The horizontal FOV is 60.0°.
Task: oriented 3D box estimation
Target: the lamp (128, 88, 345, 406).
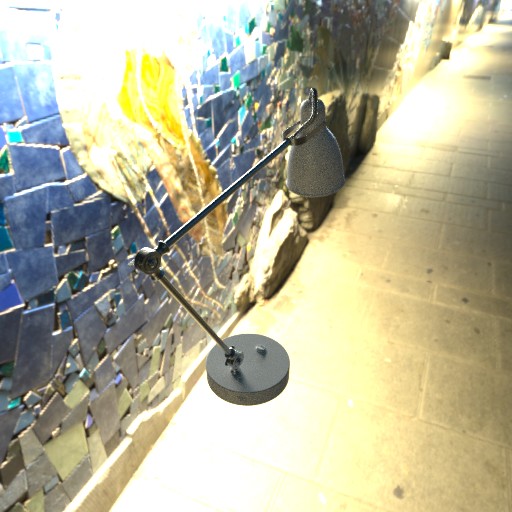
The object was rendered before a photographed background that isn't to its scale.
[{"bbox_3d":[0.000,0.000,0.874,0.187,0.587,0.561,21,36,31],"label":"lamp"}]
